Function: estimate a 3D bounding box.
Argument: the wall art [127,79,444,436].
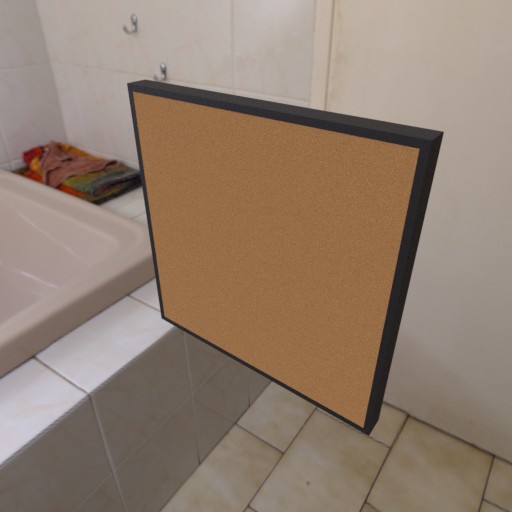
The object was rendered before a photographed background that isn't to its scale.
[{"bbox_3d":[0.000,0.000,0.759,0.509,0.509,0.040,22,38,31],"label":"wall art"}]
